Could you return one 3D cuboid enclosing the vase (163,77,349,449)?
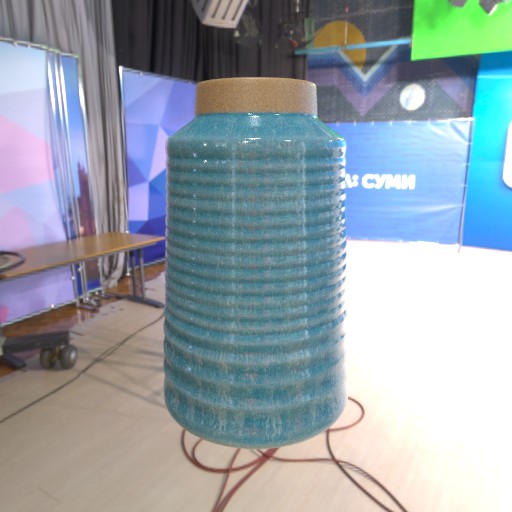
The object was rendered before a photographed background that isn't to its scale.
[{"bbox_3d":[0.000,0.000,0.369,0.163,0.267,0.163,0,15,0],"label":"vase"}]
